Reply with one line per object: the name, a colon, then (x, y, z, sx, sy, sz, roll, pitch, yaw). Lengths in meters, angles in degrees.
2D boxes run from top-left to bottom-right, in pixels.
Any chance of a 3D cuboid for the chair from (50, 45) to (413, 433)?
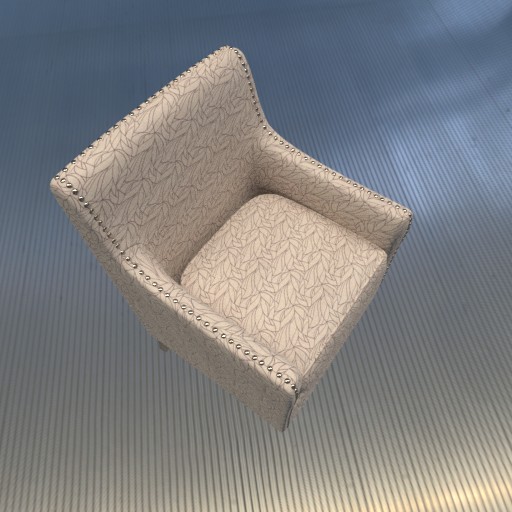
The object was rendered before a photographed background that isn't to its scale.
chair: (0.000, 0.000, 1.285, 0.651, 0.816, 0.623, 31, 63, 18)
